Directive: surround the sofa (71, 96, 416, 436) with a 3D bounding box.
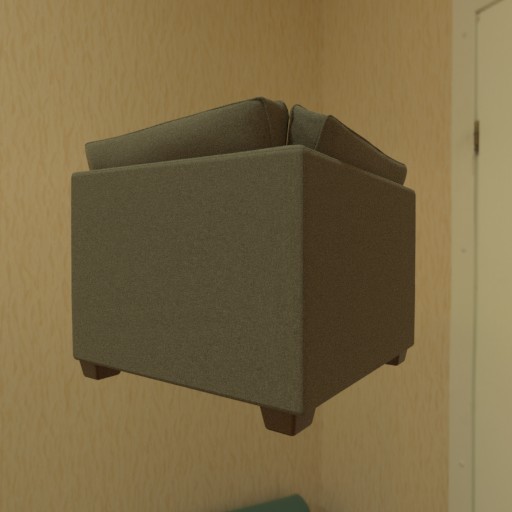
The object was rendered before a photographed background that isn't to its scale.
[{"bbox_3d":[0.000,0.000,1.831,1.042,0.951,1.050,1,1,36],"label":"sofa"}]
